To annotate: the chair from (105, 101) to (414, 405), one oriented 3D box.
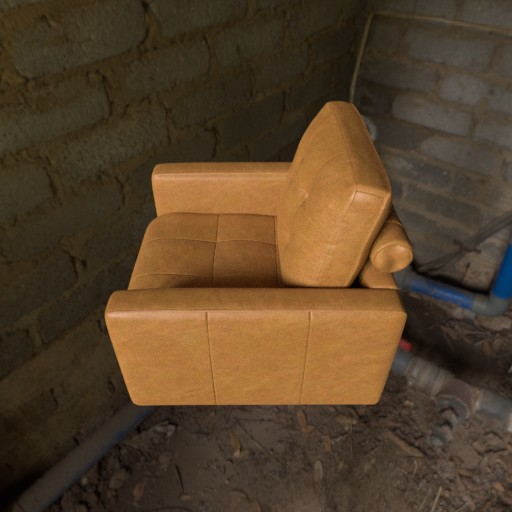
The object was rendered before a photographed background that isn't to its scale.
[{"bbox_3d":[0.000,0.000,1.541,0.868,0.896,0.831,0,41,0],"label":"chair"}]
